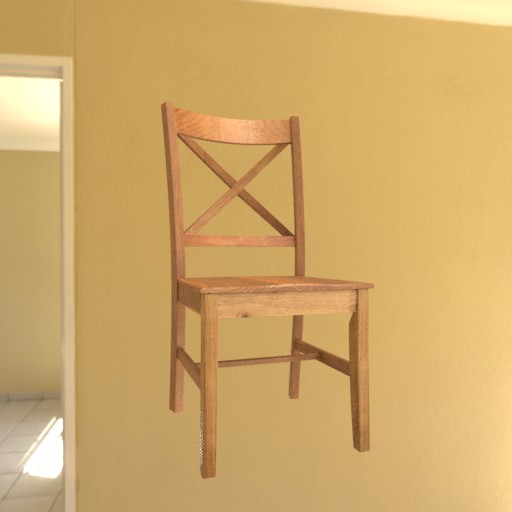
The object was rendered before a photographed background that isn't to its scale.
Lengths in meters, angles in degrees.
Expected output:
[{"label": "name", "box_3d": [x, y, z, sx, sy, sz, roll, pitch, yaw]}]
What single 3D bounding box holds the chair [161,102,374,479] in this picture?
[{"label": "chair", "box_3d": [0.000, 0.000, 1.293, 0.485, 0.983, 0.542, 0, 0, -19]}]
